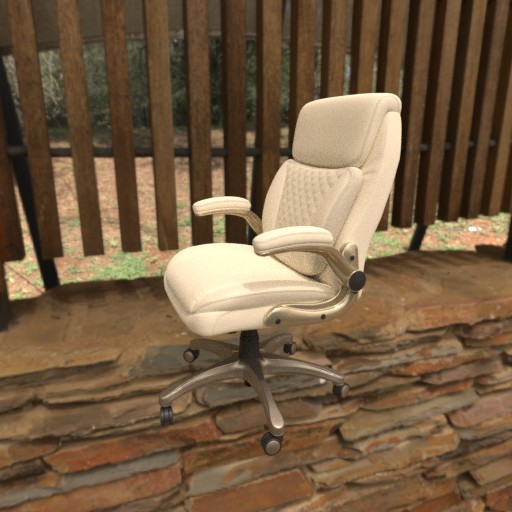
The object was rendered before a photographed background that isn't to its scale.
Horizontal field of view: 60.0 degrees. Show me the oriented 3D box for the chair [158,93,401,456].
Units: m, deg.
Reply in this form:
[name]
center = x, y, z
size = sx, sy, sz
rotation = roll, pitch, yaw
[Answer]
[chair]
center = 0.000, 0.000, 1.606
size = 0.794, 1.110, 0.740
rotation = -7, 17, -25
